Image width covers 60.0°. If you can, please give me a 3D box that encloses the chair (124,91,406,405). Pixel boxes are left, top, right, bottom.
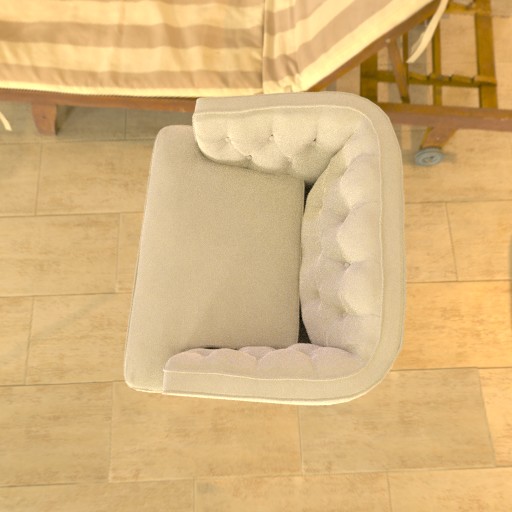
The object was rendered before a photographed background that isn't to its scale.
[{"bbox_3d":[0.000,0.000,1.781,0.941,0.852,1.104,4,75,1],"label":"chair"}]
